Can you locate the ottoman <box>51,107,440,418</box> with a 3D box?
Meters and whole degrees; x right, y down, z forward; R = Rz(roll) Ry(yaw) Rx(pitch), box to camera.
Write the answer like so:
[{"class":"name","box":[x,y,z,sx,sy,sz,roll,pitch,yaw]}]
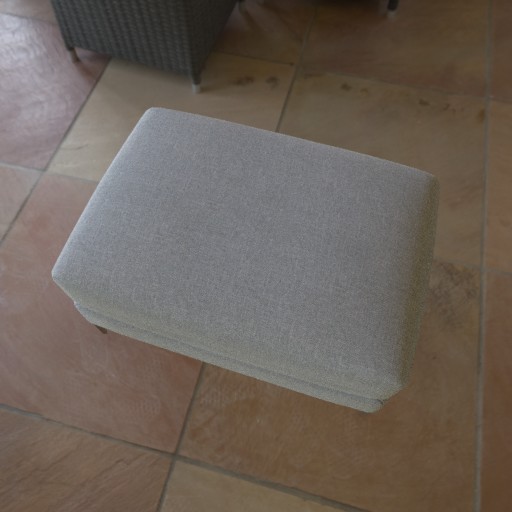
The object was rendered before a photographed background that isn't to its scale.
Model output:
[{"class":"ottoman","box":[0.000,0.000,1.198,0.838,0.457,0.584,16,64,8]}]
